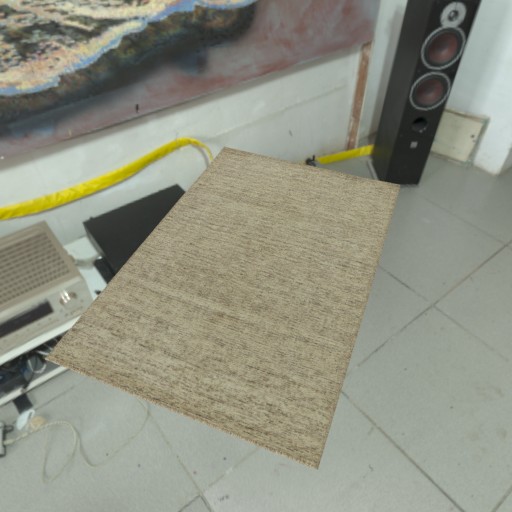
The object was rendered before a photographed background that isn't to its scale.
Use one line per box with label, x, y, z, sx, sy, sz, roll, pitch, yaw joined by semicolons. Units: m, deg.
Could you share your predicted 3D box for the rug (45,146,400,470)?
rug;0.000;0.000;2.328;1.211;0.018;1.822;16;47;15
